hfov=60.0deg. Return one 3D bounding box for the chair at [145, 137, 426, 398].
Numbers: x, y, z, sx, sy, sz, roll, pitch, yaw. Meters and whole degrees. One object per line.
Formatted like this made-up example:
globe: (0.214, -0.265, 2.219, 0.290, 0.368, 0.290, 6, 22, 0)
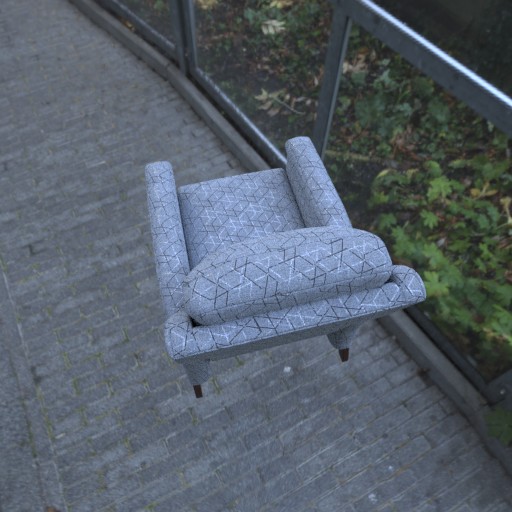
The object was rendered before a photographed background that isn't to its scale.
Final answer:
chair: (0.000, 0.000, 1.715, 0.753, 1.048, 0.987, -12, 58, -7)
